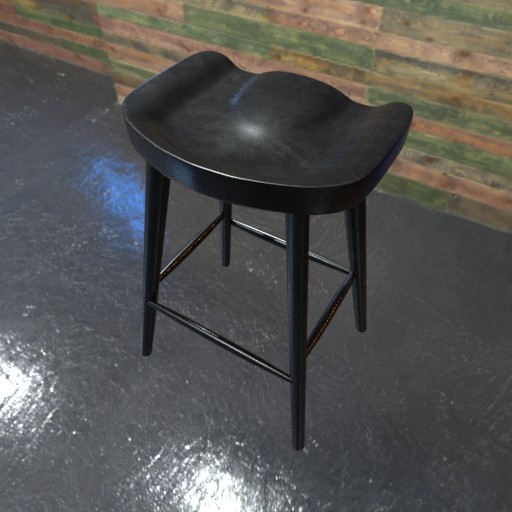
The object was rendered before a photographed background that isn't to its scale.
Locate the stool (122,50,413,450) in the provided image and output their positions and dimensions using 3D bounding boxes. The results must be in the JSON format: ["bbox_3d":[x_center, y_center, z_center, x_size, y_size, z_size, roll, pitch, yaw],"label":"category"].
[{"bbox_3d":[0.000,0.000,0.866,0.440,0.615,0.361,24,52,21],"label":"stool"}]
